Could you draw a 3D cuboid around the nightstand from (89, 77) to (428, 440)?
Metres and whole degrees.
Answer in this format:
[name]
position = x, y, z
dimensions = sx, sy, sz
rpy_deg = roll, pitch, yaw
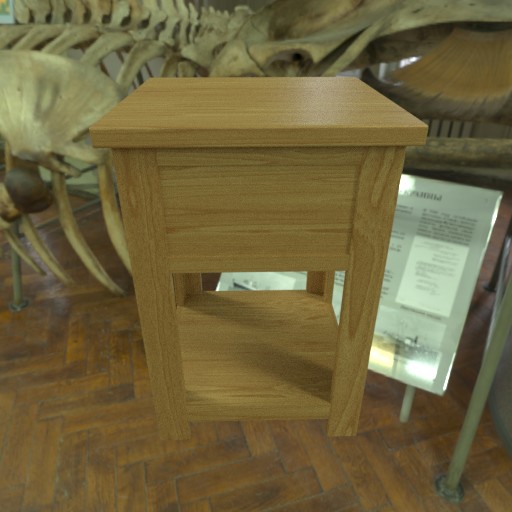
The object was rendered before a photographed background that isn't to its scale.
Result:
[nightstand]
position = 0.000, 0.000, 0.889
dimensions = 0.428, 0.614, 0.418
rpy_deg = -1, 30, -1
